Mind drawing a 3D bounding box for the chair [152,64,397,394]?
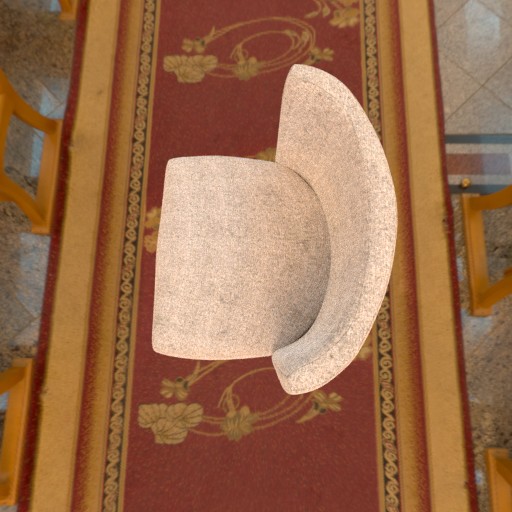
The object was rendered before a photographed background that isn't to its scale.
[{"bbox_3d":[0.000,0.000,1.291,0.575,0.827,0.728,1,76,0],"label":"chair"}]
